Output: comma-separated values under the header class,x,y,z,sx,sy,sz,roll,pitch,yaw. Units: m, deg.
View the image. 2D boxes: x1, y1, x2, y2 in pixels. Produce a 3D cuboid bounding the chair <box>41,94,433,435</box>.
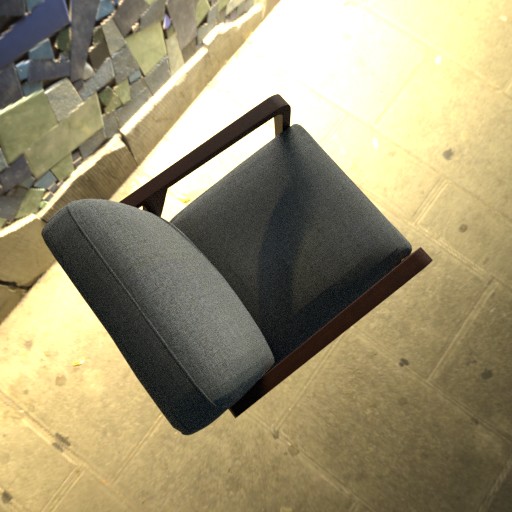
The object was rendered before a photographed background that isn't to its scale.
class,x,y,z,sx,sy,sz,roll,pitch,yaw
chair,0.000,0.000,1.401,0.858,0.847,0.704,-38,79,-9
